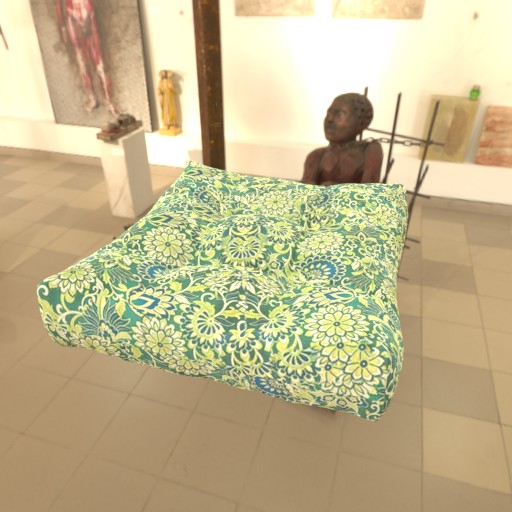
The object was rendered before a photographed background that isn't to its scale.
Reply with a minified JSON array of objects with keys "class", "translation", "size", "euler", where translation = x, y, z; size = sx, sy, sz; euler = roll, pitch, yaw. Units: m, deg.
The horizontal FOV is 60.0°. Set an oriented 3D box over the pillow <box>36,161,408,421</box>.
[{"class":"pillow","translation":[0.000,0.000,0.722],"size":[0.468,0.128,0.490],"euler":[9,33,14]}]
